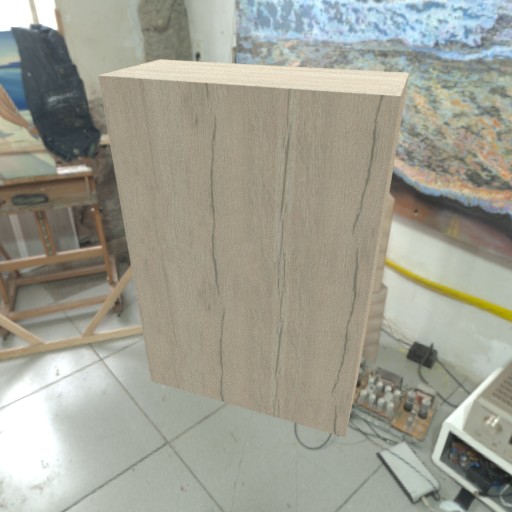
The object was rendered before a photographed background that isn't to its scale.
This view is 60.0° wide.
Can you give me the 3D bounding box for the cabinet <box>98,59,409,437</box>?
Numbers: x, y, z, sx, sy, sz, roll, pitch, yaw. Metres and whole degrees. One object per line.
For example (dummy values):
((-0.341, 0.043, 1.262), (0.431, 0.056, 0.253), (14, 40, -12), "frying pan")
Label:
((0.000, 0.000, 2.692), (1.400, 2.070, 0.580), (10, 33, 17), "cabinet")
